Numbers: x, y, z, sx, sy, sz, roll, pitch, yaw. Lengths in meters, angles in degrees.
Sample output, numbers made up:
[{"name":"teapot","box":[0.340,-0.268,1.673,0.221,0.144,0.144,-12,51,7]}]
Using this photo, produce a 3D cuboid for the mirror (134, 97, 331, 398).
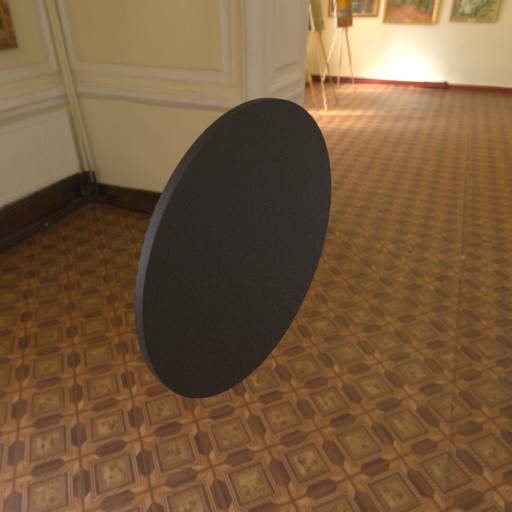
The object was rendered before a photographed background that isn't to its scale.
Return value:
[{"name":"mirror","box":[0.000,0.000,1.595,0.036,1.077,1.077,21,37,30]}]
